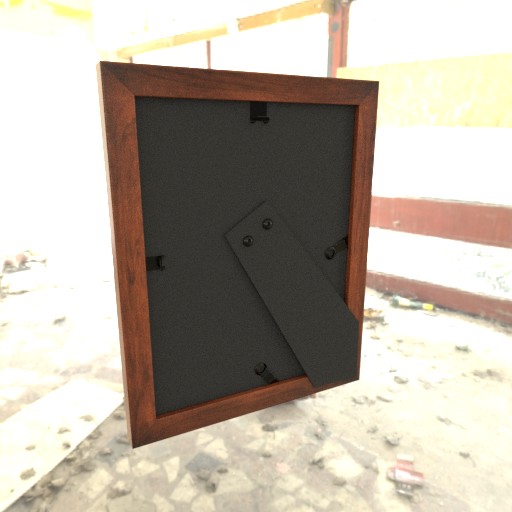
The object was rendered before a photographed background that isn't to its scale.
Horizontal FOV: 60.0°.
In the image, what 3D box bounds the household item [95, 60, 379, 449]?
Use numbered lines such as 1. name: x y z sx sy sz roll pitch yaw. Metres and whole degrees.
1. household item: 0.000 0.000 0.326 0.200 0.250 0.020 -8 17 -26
